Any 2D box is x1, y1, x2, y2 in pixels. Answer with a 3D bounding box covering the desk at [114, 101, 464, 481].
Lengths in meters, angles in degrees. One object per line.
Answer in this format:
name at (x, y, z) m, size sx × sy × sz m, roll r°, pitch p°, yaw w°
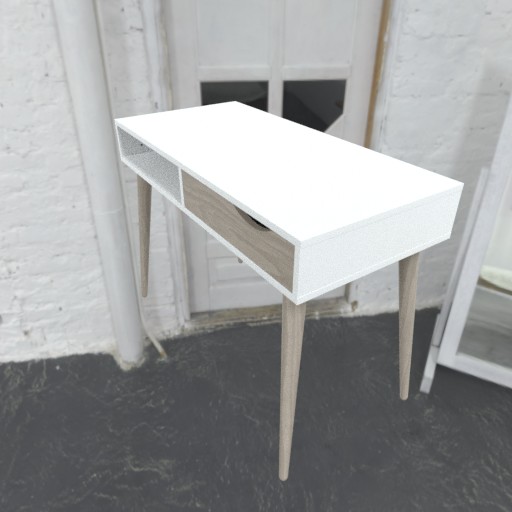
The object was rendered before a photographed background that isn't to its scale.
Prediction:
desk at (0.000, 0.000, 1.420) m, size 0.491 × 0.723 × 0.979 m, roll -19°, pitch 37°, yaw -28°
